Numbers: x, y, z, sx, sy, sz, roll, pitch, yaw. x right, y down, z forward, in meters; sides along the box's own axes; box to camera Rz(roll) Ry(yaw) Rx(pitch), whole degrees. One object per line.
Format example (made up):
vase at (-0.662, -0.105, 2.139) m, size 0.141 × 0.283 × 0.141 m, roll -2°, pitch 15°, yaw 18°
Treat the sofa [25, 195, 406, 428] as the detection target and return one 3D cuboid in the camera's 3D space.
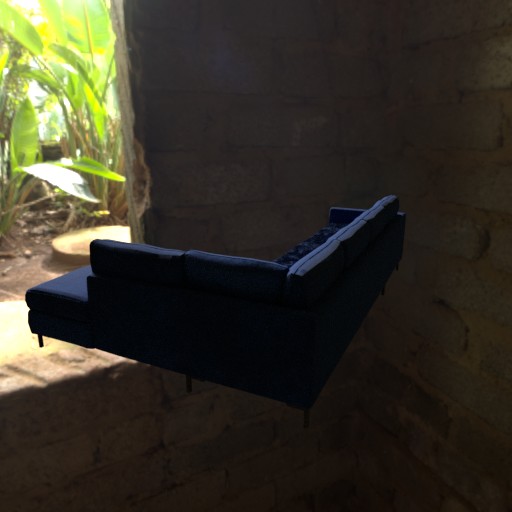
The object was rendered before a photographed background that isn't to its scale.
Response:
sofa at (0.000, 0.000, 3.179) m, size 1.707 × 0.687 × 2.486 m, roll 8°, pitch 18°, yaw 25°
